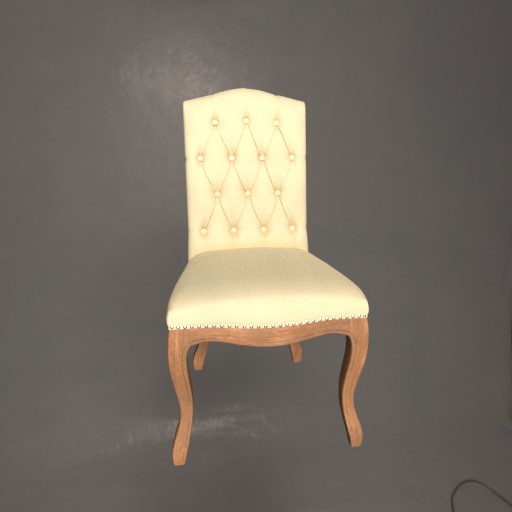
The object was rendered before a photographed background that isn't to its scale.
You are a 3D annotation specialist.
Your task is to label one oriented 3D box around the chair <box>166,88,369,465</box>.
[{"bbox_3d":[0.000,0.000,1.584,0.623,1.165,0.715,-2,17,-8],"label":"chair"}]
